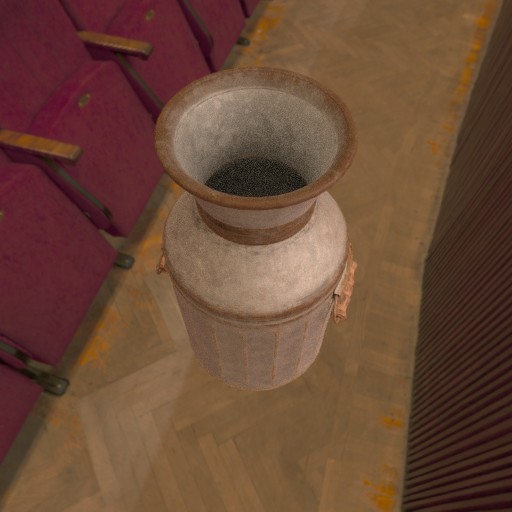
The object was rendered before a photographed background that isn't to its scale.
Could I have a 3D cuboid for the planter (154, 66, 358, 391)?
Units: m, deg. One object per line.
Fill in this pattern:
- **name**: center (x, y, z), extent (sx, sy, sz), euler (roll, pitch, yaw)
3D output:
- **planter**: center (0.000, 0.000, 0.536), extent (0.245, 0.396, 0.214), euler (15, 58, 9)
